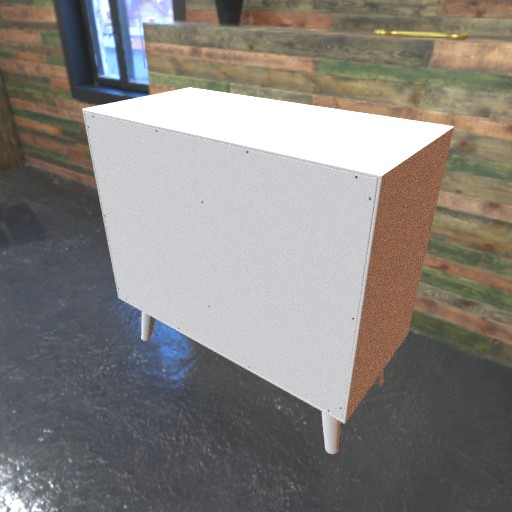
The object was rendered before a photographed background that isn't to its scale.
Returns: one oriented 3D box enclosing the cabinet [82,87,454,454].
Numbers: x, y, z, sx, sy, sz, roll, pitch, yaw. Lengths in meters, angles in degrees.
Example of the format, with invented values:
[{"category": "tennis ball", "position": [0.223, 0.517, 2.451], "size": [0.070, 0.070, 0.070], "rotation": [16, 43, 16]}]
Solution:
[{"category": "cabinet", "position": [0.000, 0.000, 1.237], "size": [0.800, 0.761, 0.398], "rotation": [21, 36, 31]}]
